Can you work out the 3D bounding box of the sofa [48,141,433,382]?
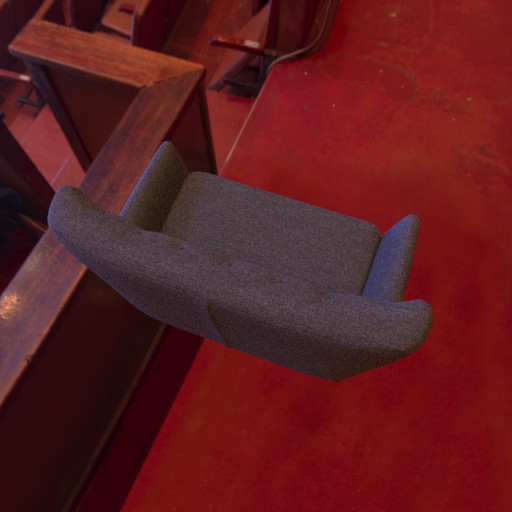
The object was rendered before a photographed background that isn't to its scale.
[{"bbox_3d":[0.000,0.000,2.009,1.358,1.028,0.874,18,65,9],"label":"sofa"}]
